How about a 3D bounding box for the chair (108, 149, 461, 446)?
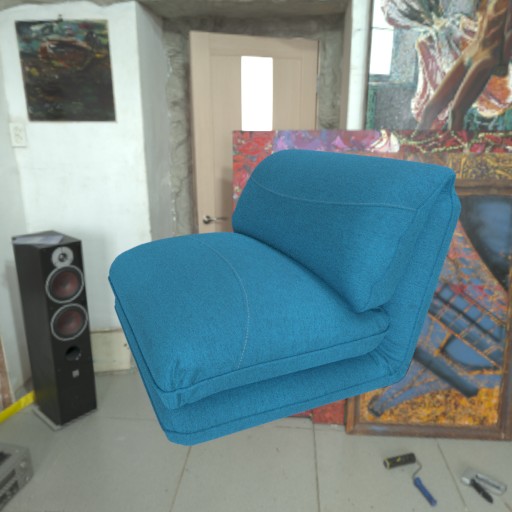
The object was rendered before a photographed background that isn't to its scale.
[{"bbox_3d":[0.000,0.000,1.310,0.780,0.580,0.820,-8,18,-24],"label":"chair"}]
